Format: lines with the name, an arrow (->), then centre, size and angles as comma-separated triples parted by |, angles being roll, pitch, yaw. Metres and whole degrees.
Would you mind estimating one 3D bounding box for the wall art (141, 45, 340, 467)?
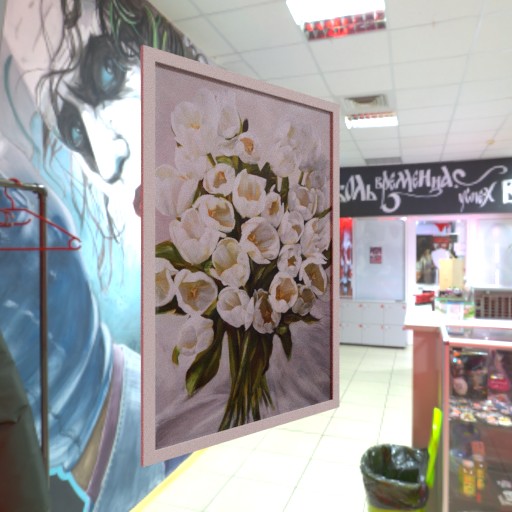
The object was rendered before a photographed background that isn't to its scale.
wall art -> 0.000, 0.000, 1.219 | 0.660, 0.965, 0.015 | 0, 0, -37
